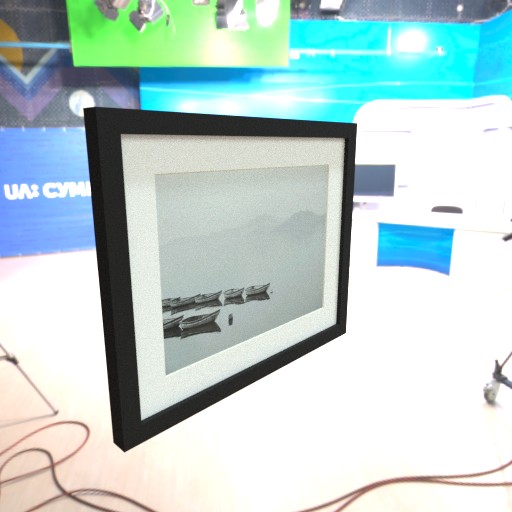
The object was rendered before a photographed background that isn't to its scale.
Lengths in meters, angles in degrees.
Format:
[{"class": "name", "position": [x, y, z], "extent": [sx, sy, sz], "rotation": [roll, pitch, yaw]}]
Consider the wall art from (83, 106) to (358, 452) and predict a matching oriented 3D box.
[{"class": "wall art", "position": [0.000, 0.000, 0.760], "extent": [0.030, 0.454, 0.554], "rotation": [13, 19, 42]}]
